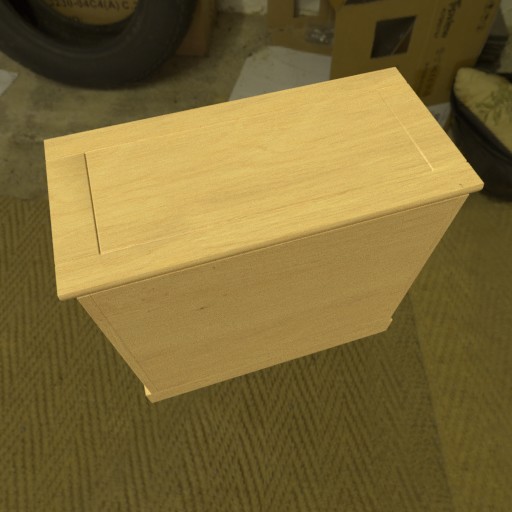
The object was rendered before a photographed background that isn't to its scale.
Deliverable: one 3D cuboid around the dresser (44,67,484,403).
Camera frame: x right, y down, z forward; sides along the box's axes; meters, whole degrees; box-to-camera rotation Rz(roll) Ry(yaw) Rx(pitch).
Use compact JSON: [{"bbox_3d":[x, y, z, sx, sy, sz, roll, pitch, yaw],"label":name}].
[{"bbox_3d":[0.000,0.000,1.365,0.915,0.835,0.440,-15,60,-9],"label":"dresser"}]
